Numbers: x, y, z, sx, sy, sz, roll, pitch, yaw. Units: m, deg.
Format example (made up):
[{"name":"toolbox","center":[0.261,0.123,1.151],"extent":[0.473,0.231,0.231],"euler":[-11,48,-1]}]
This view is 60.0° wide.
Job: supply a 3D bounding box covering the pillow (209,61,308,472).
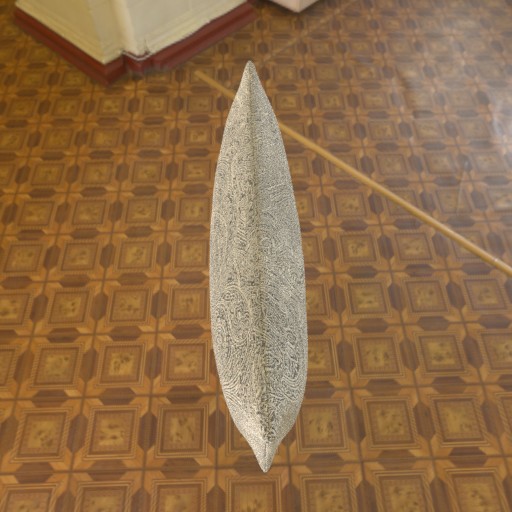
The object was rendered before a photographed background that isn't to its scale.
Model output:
[{"name":"pillow","center":[0.000,0.000,0.721],"extent":[0.151,0.295,0.615],"euler":[-2,58,-1]}]
